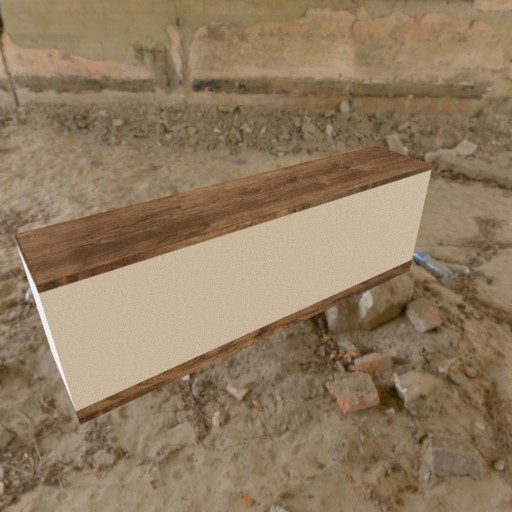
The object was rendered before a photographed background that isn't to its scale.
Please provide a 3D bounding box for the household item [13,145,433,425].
[{"bbox_3d":[0.000,0.000,2.008,1.800,0.615,0.390,-20,37,-29],"label":"household item"}]
